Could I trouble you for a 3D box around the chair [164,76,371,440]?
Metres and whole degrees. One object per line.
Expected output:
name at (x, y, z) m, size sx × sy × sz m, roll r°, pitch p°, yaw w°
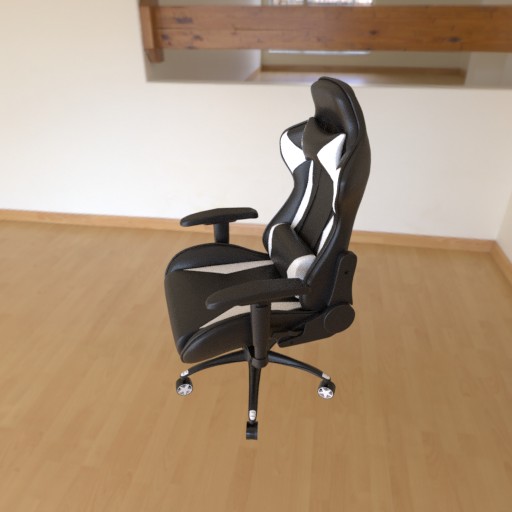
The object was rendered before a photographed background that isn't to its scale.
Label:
chair at (0.000, 0.000, 1.730) m, size 0.695 × 1.285 × 0.730 m, roll -8°, pitch 31°, yaw -14°
